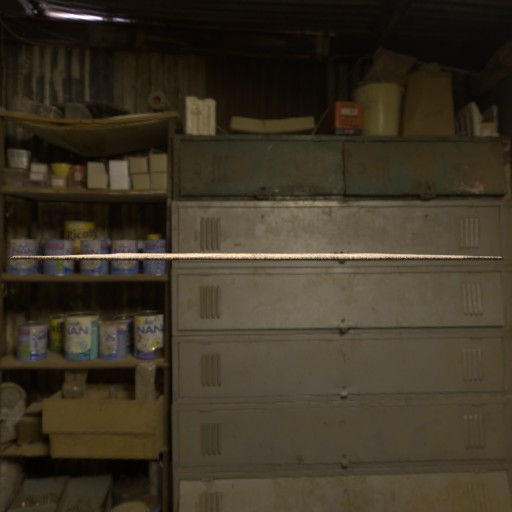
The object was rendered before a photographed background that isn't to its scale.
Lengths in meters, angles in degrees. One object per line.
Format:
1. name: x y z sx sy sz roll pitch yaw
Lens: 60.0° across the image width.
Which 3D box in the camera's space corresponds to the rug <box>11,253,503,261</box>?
1. rug: 0.000 0.000 4.083 3.199 0.036 2.414 0 1 -1
